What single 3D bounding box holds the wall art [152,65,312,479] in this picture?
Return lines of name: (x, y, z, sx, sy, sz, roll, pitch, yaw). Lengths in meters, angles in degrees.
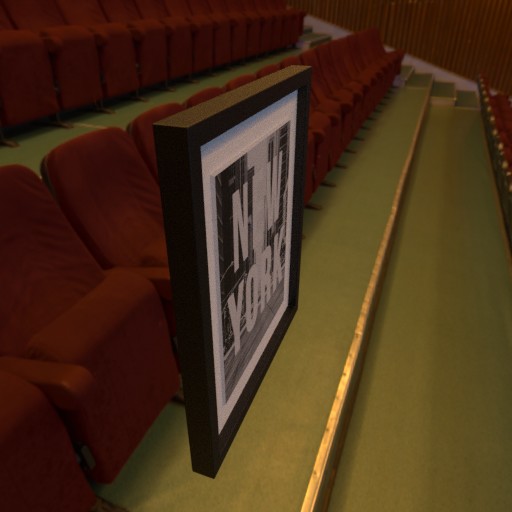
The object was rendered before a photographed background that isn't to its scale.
wall art: (0.000, 0.000, 0.525, 0.028, 0.381, 0.328, 11, 32, 18)
